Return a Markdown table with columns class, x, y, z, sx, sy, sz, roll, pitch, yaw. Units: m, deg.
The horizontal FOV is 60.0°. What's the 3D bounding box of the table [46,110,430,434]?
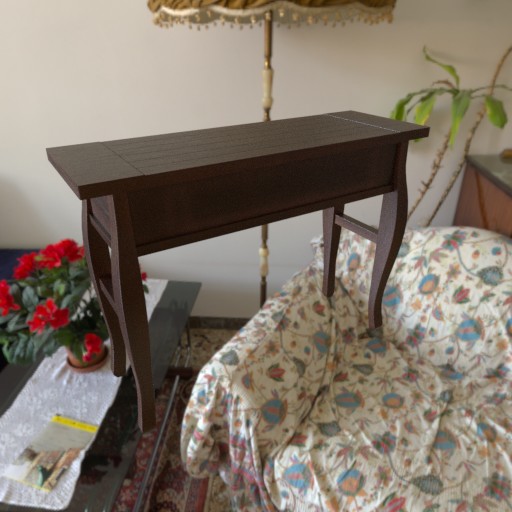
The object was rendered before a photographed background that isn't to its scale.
| class | x | y | z | sx | sy | sz | roll | pitch | yaw |
| --- | --- | --- | --- | --- | --- | --- | --- | --- | --- |
| table | 0.000 | 0.000 | 1.442 | 1.062 | 0.768 | 0.373 | -16 | 32 | -28 |
